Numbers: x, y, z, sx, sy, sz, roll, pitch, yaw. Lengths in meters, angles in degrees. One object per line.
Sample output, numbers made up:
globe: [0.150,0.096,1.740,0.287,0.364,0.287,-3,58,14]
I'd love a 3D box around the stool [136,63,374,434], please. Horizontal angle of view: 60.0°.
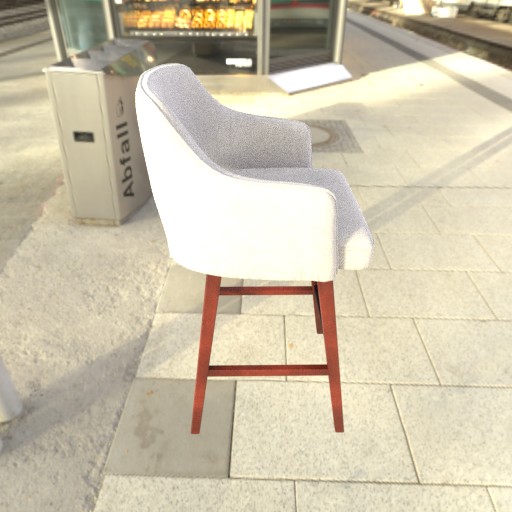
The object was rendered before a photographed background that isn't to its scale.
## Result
stool: [0.000,0.000,1.305,0.558,1.012,0.548,0,33,-1]
